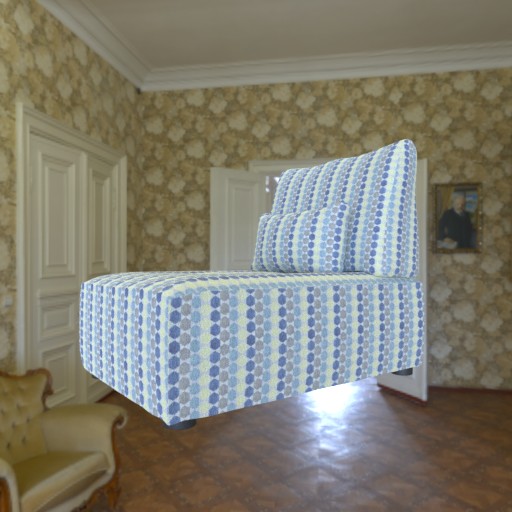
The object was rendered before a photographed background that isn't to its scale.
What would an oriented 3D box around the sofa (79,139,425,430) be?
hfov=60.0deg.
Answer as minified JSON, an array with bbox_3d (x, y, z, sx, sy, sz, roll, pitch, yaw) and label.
[{"bbox_3d":[0.000,0.000,1.550,1.000,0.820,0.700,1,-1,-37],"label":"sofa"}]
